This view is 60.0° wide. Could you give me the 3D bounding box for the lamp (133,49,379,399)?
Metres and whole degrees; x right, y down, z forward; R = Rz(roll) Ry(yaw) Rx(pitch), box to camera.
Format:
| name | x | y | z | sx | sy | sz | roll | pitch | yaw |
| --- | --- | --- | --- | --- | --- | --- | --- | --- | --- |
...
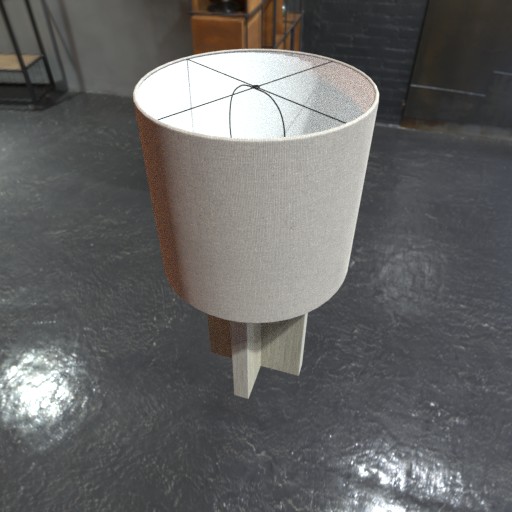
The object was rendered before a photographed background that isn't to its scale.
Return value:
| name | x | y | z | sx | sy | sz | roll | pitch | yaw |
| --- | --- | --- | --- | --- | --- | --- | --- | --- | --- |
| lamp | 0.000 | 0.000 | 0.559 | 0.229 | 0.428 | 0.229 | 12 | 42 | 13 |
